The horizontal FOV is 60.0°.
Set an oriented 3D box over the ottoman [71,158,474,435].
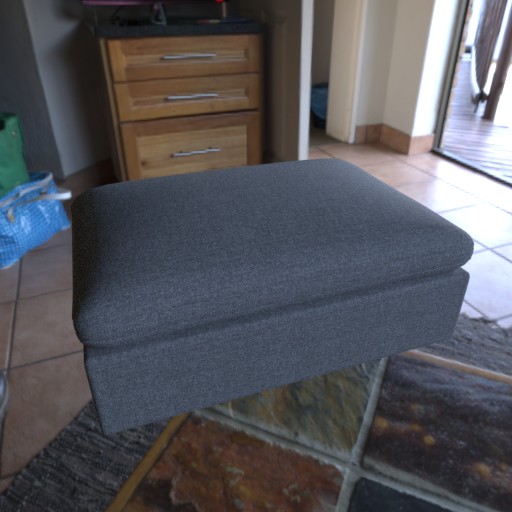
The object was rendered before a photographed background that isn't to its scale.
[{"bbox_3d":[0.000,0.000,1.387,1.041,0.483,0.711,-10,32,-17],"label":"ottoman"}]
